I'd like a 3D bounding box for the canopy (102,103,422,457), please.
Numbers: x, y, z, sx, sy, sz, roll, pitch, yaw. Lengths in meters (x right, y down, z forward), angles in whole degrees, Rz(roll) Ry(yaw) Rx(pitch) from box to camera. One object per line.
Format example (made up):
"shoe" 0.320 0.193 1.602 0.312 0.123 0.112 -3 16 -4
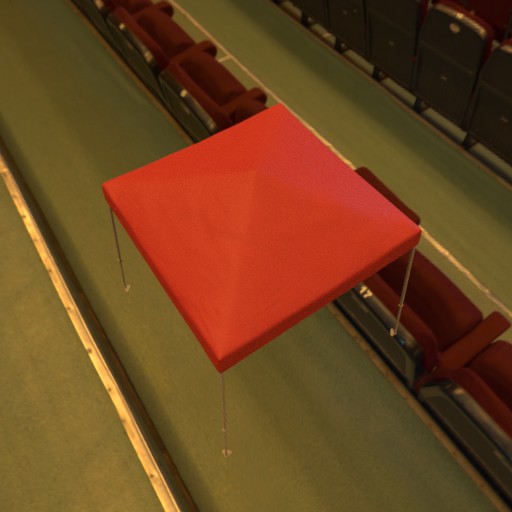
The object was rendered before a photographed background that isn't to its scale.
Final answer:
"canopy" 0.000 0.000 6.644 3.599 3.600 3.600 -30 62 -18
